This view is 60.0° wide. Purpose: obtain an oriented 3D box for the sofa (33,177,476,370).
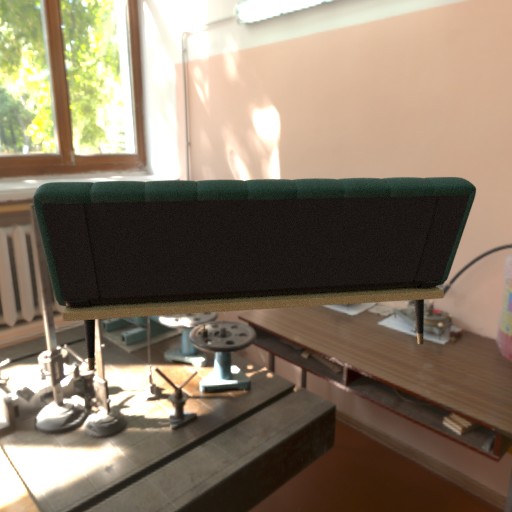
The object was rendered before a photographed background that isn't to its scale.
[{"bbox_3d":[0.000,0.000,2.250,1.810,0.820,0.830,-2,14,-9],"label":"sofa"}]
